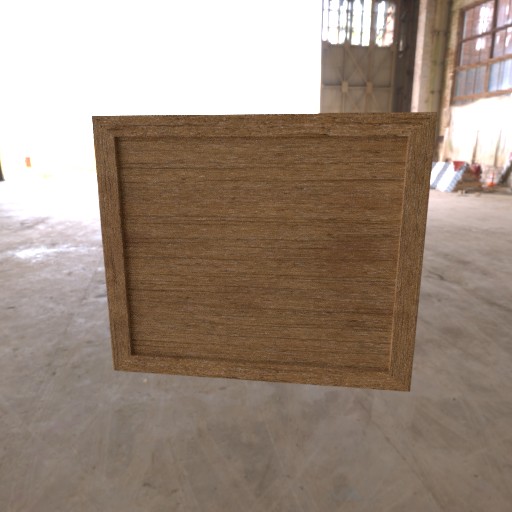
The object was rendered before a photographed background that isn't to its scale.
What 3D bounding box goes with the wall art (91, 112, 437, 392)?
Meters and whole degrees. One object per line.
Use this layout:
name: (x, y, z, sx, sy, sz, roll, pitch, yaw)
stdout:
wall art: (0.000, 0.000, 0.962, 0.690, 0.588, 0.026, 2, 15, 8)
